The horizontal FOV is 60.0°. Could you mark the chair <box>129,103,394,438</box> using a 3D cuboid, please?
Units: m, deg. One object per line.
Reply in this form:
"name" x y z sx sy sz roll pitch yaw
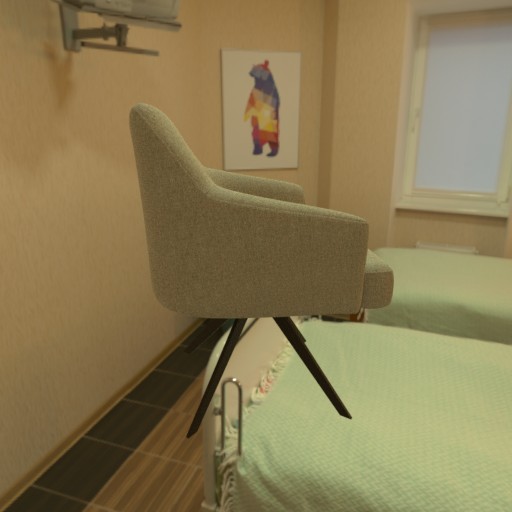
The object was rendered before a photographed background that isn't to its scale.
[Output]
"chair" 0.000 0.000 1.361 0.677 0.874 0.642 -3 17 -9
